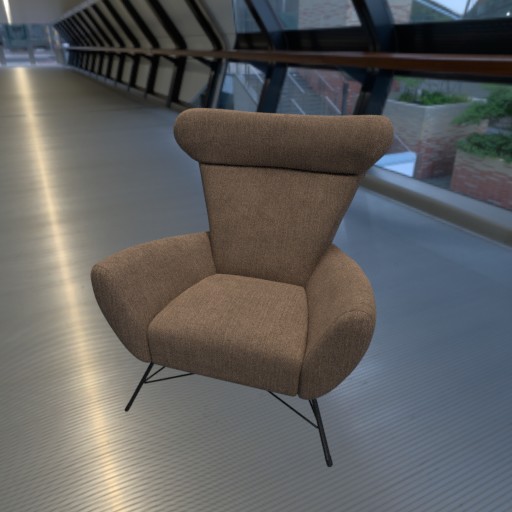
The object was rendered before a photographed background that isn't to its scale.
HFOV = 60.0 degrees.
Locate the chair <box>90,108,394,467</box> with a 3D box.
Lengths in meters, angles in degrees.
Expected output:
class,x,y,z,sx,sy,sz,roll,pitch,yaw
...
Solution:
class,x,y,z,sx,sy,sz,roll,pitch,yaw
chair,0.000,0.000,1.761,0.980,1.040,0.900,8,28,16
